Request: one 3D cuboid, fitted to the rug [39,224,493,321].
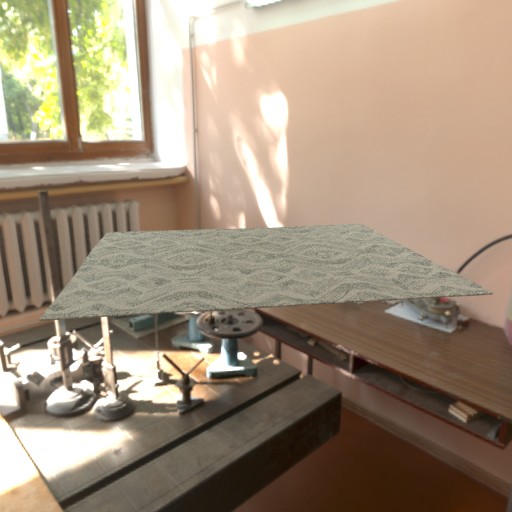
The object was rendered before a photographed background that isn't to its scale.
[{"bbox_3d":[0.000,0.000,4.074,3.054,0.030,2.430,-2,16,-8],"label":"rug"}]
